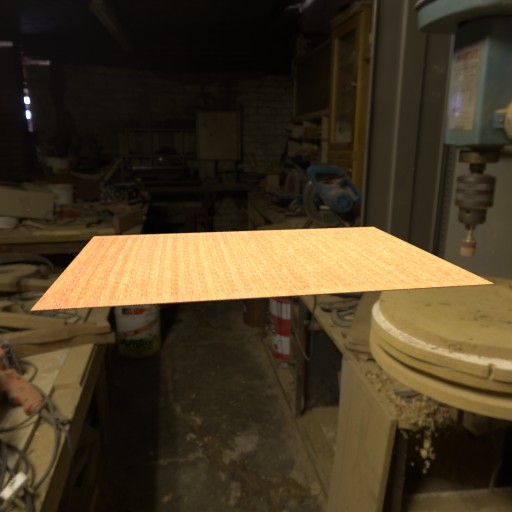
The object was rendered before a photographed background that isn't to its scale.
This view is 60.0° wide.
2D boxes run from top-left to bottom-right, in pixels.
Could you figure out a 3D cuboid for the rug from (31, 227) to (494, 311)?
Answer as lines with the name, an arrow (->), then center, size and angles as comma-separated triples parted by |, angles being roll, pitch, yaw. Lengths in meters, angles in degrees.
rug -> 0.000, 0.000, 2.878 | 2.285, 0.006, 1.524 | -2, 15, -9
